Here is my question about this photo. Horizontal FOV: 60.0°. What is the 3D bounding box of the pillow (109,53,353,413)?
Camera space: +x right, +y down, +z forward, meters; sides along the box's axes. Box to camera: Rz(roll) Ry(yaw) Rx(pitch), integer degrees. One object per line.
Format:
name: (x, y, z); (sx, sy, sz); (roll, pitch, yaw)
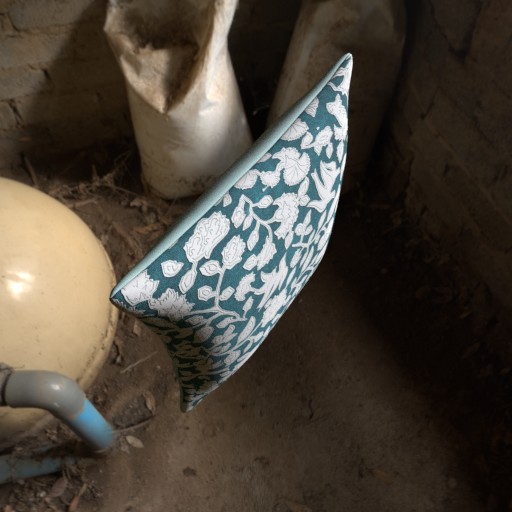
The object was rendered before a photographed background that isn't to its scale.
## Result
pillow: (0.000, 0.000, 0.794); (0.166, 0.508, 0.525); (31, 63, 18)
